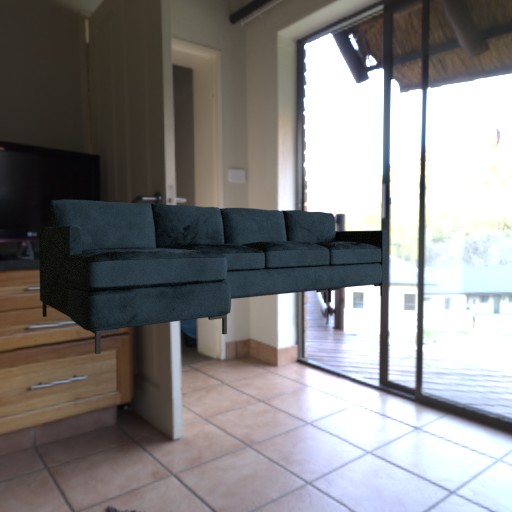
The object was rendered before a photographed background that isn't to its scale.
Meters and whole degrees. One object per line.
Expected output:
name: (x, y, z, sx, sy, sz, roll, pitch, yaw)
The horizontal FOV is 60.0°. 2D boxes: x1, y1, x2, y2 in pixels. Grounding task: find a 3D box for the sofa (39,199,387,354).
sofa: (0.000, 0.000, 4.017, 3.400, 0.967, 1.500, -2, 3, -36)
